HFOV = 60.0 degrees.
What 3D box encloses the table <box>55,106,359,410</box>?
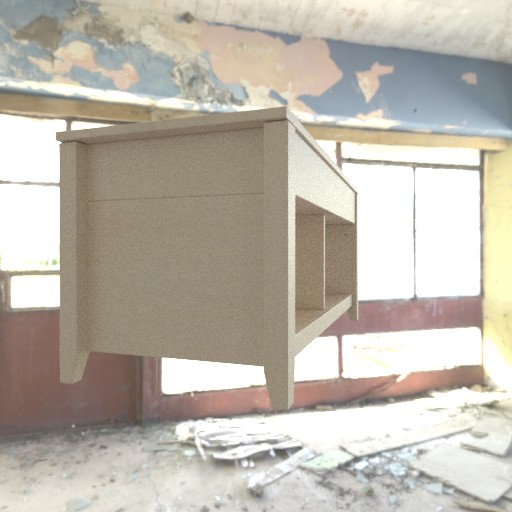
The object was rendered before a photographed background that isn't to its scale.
[{"bbox_3d":[0.000,0.000,1.252,0.457,0.483,1.016,0,1,19],"label":"table"}]
